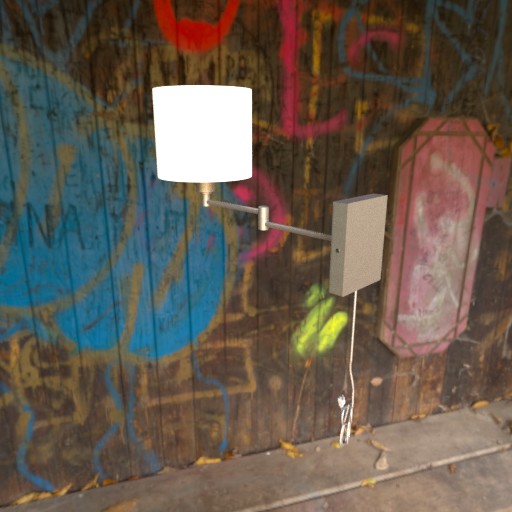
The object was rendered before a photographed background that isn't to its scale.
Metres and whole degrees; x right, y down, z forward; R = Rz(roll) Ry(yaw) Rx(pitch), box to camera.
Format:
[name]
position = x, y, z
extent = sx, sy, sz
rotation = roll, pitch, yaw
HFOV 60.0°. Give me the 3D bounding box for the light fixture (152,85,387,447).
[light fixture]
position = 0.000, 0.000, 0.903
extent = 0.203, 0.651, 0.516
rotation = -16, 23, -42
